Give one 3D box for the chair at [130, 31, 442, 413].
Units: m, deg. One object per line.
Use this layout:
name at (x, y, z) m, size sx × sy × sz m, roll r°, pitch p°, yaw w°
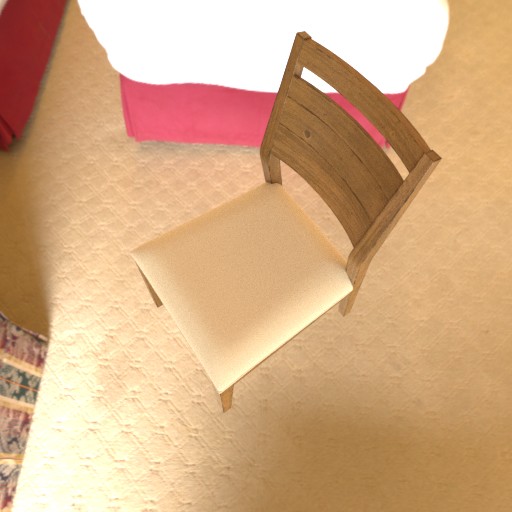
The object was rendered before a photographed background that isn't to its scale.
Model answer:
chair at (0.000, 0.000, 1.257) m, size 0.610 × 0.939 × 0.497 m, roll -32°, pitch 69°, yaw -14°
